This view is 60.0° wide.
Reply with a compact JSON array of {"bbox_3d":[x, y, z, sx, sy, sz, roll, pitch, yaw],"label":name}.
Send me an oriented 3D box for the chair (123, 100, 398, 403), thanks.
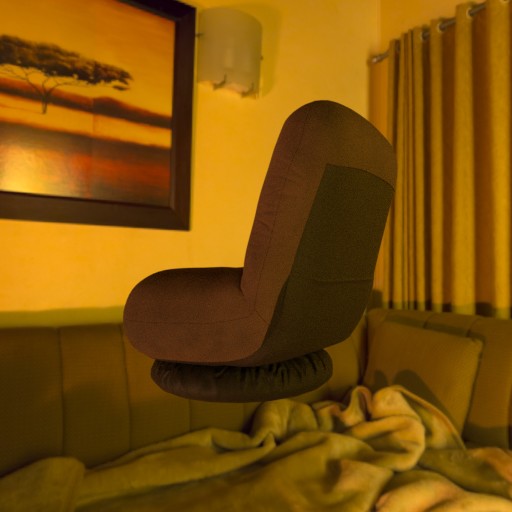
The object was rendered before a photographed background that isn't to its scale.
[{"bbox_3d":[0.000,0.000,1.060,0.597,0.594,0.521,-1,-2,35],"label":"chair"}]
